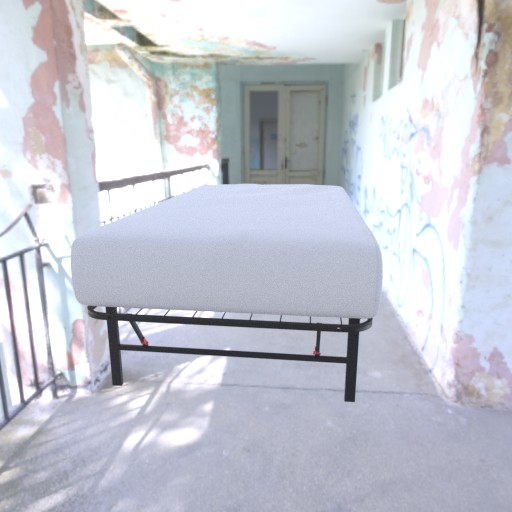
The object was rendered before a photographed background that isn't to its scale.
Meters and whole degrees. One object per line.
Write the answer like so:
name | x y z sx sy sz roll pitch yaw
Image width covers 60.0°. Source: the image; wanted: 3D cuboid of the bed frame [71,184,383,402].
bed frame | 0.000 0.000 2.353 1.025 0.640 1.908 2 15 7
